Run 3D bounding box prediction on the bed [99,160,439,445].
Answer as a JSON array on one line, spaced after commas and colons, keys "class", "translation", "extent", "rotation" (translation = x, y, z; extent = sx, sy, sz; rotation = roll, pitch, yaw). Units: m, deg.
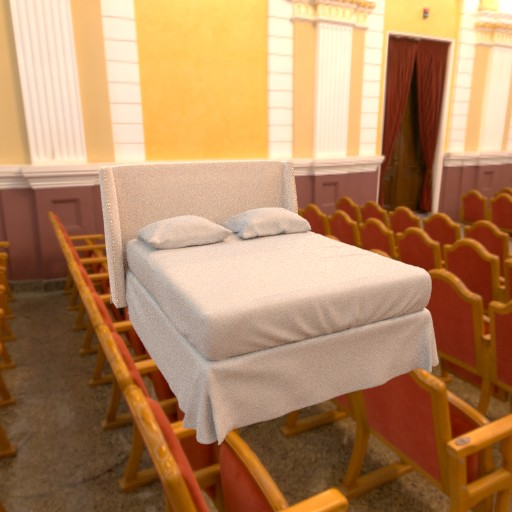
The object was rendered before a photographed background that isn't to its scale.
[{"class": "bed", "translation": [0.000, 0.000, 3.460], "extent": [1.925, 1.332, 2.276], "rotation": [-8, 17, -26]}]
